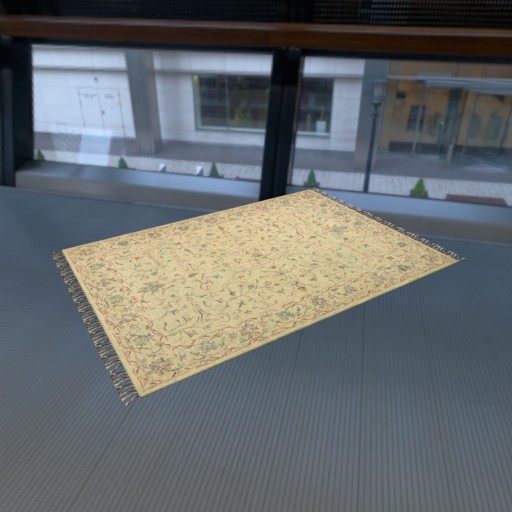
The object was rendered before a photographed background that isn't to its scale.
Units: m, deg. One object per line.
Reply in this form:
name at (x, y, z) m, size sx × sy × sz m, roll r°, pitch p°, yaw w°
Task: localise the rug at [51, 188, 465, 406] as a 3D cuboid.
rug at (0.000, 0.000, 2.321) m, size 1.802 × 0.008 × 1.247 m, roll -17°, pitch 34°, yaw -28°
